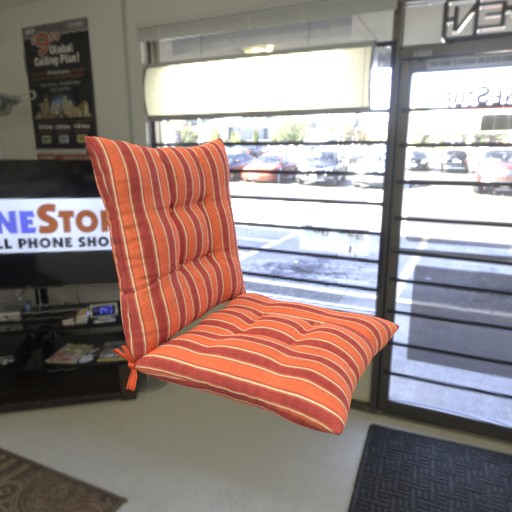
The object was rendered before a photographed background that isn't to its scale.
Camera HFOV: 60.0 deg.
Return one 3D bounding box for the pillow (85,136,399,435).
[{"bbox_3d":[0.000,0.000,1.023,0.585,0.536,0.541,7,16,27],"label":"pillow"}]
